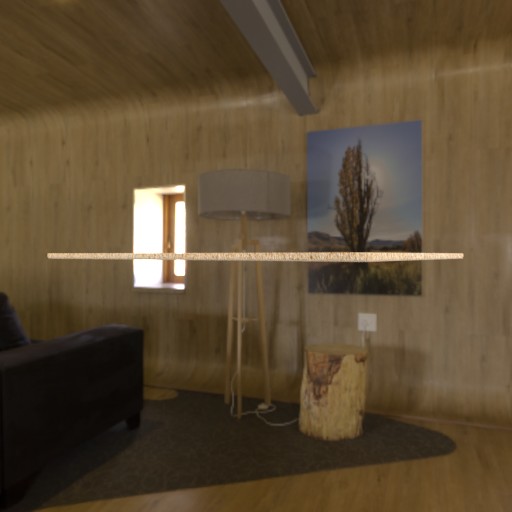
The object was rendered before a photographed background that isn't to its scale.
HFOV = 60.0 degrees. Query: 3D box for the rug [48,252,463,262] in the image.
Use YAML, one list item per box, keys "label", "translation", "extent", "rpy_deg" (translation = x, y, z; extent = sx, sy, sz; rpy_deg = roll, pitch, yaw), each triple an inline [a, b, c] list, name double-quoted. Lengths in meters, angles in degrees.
- label: "rug"
  translation: [0.000, 0.000, 2.112]
  extent: [1.600, 0.025, 1.199]
  rpy_deg: [0, 0, 36]
